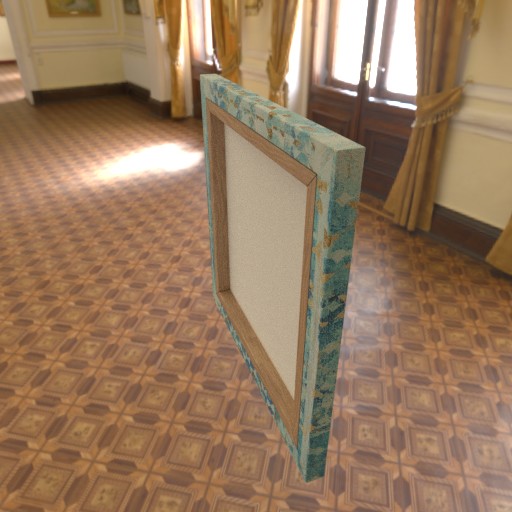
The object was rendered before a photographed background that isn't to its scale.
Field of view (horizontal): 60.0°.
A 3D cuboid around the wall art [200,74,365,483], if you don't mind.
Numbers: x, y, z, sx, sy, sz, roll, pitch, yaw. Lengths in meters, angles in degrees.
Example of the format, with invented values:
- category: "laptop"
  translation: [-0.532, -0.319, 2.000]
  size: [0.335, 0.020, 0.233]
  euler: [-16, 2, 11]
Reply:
- category: "wall art"
  translation: [0.000, 0.000, 0.897]
  size: [0.040, 0.609, 0.609]
  euler: [-11, 32, -18]
